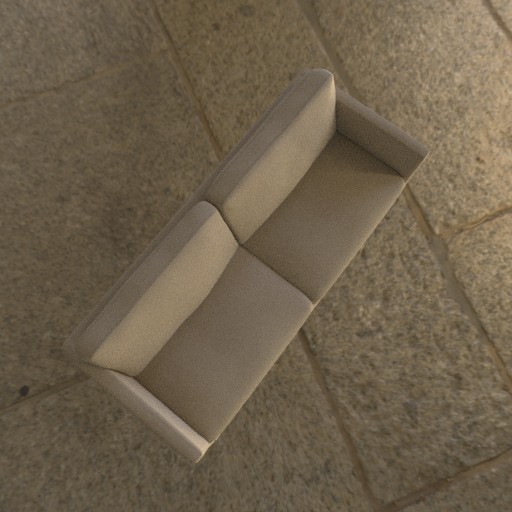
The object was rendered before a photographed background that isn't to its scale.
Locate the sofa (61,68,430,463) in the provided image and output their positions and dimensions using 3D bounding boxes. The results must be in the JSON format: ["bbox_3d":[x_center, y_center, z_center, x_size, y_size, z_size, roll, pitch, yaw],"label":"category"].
[{"bbox_3d":[0.000,0.000,2.684,0.948,0.932,2.181,37,79,9],"label":"sofa"}]
